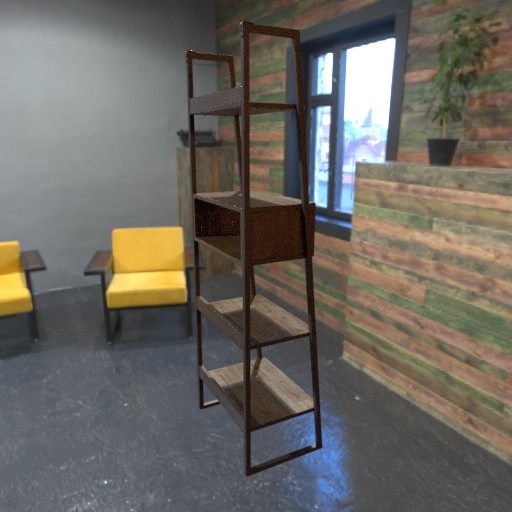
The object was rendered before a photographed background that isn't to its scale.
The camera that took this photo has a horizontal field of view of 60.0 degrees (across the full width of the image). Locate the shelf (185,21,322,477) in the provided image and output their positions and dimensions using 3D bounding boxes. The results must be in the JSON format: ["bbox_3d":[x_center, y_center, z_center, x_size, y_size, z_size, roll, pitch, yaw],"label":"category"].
[{"bbox_3d":[0.000,0.000,2.270,0.454,2.005,0.652,-8,16,-27],"label":"shelf"}]
